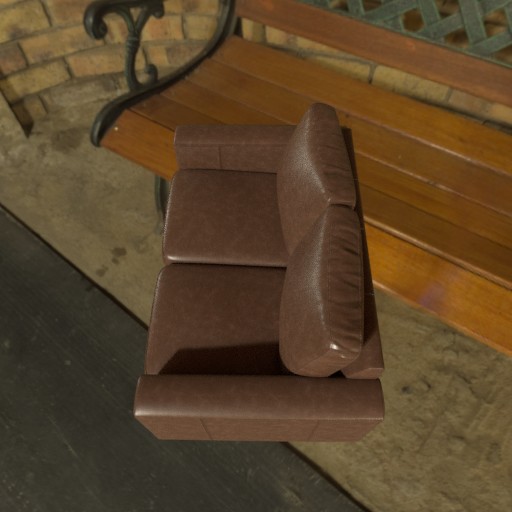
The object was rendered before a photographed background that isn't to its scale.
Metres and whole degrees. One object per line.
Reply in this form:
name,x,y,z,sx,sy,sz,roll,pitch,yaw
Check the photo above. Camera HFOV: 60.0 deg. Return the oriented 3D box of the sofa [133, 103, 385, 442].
sofa,0.000,0.000,2.220,1.016,0.873,1.616,1,59,0
